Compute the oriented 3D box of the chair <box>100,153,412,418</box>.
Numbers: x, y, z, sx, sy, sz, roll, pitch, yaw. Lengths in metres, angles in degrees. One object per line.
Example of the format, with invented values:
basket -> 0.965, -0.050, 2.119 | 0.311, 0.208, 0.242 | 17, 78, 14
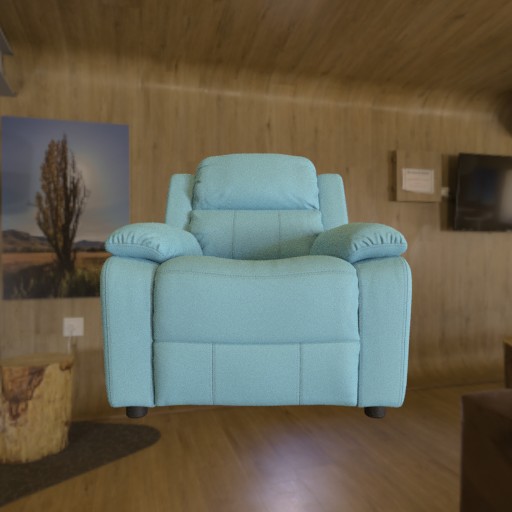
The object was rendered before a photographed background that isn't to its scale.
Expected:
chair -> 0.000, 0.000, 1.252 | 0.680, 0.702, 0.709 | 0, 0, 0
